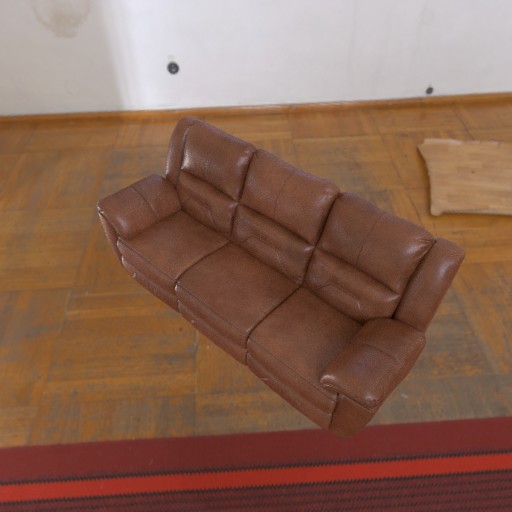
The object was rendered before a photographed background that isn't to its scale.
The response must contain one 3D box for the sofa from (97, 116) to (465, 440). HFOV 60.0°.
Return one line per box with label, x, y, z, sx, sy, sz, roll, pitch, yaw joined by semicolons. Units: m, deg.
sofa;0.000;0.000;2.965;2.337;1.043;0.991;32;54;27
